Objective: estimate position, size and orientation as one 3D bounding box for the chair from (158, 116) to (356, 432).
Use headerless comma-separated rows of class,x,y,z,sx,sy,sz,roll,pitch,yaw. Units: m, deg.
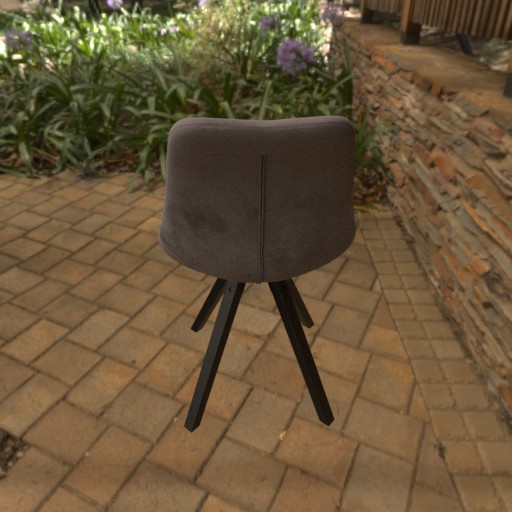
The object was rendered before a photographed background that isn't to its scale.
chair,0.000,0.000,1.184,0.485,0.850,0.550,-2,31,-3
